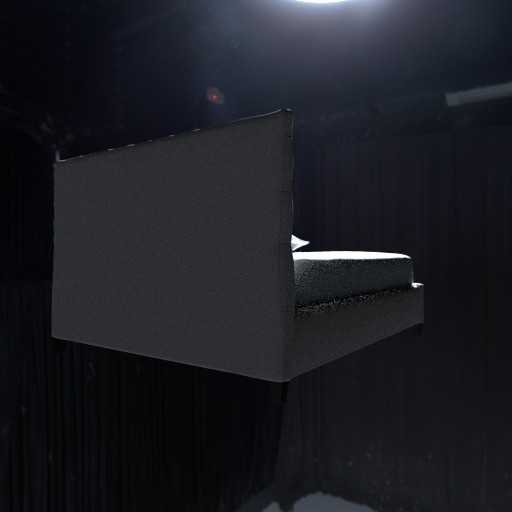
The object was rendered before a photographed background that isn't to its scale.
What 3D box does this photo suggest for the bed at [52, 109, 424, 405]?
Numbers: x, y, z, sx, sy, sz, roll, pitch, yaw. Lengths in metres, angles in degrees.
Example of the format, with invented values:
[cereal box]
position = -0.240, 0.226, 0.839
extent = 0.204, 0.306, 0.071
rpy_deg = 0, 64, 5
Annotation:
[bed]
position = 0.000, 0.000, 3.658
extent = 2.078, 1.427, 2.387
rpy_deg = 0, 0, 36
